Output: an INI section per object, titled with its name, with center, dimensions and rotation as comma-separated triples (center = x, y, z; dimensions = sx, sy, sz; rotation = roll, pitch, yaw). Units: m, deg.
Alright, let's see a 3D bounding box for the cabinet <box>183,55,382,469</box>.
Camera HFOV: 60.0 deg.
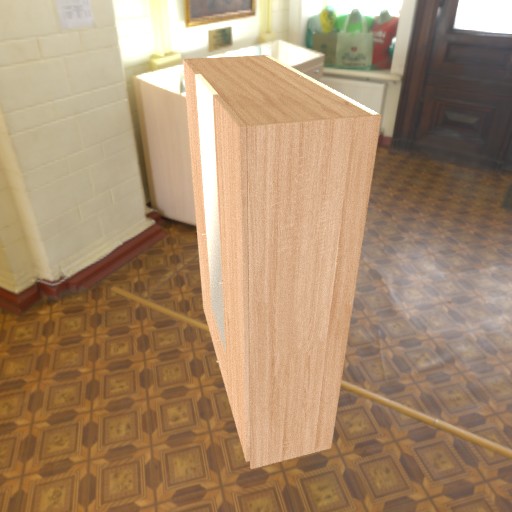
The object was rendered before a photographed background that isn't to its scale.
[cabinet]
center = 0.000, 0.000, 2.821
dimensions = 0.590, 2.120, 1.500
rotation = -9, 34, -13
